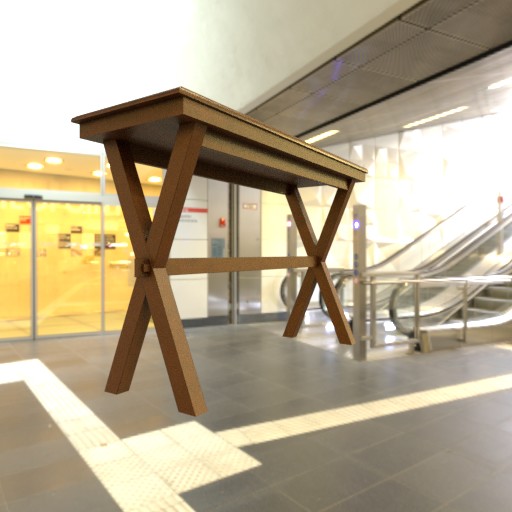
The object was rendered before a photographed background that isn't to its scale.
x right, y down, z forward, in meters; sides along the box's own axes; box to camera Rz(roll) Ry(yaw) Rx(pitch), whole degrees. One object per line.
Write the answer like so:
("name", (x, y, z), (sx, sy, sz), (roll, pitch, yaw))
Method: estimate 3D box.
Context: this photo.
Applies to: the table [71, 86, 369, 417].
("table", (0.000, 0.000, 1.585), (0.399, 0.763, 1.197), (0, 1, 34))
